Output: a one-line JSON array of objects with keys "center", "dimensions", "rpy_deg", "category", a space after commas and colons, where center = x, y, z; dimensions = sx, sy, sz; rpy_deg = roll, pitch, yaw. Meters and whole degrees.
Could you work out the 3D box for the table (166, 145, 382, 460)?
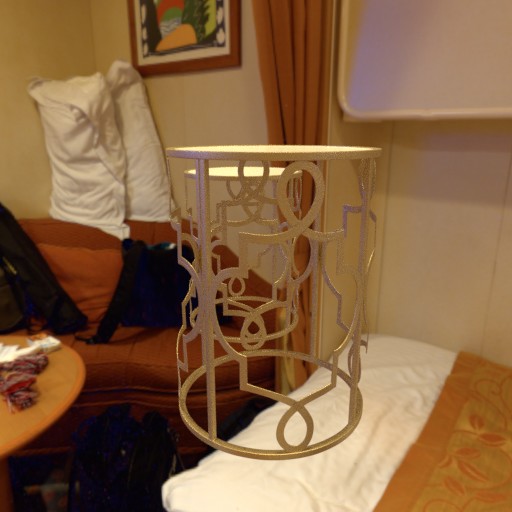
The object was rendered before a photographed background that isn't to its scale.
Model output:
[{"center": [0.000, 0.000, 1.162], "dimensions": [0.420, 0.564, 0.846], "rpy_deg": [-2, 16, -9], "category": "table"}]
